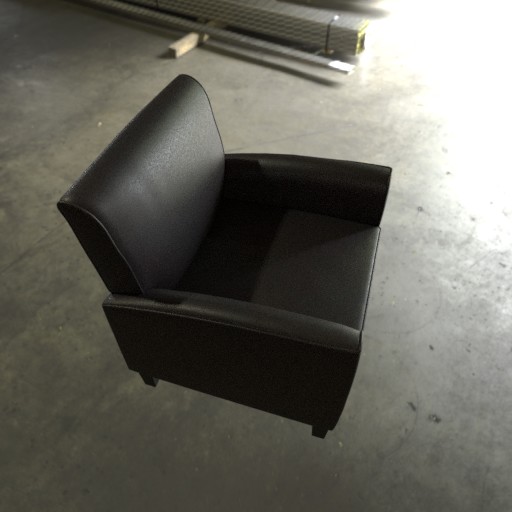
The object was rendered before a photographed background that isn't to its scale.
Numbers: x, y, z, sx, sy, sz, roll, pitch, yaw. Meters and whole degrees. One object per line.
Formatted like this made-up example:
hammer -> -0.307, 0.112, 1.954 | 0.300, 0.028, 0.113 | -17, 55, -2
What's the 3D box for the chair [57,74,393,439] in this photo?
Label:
chair -> 0.000, 0.000, 1.567 | 0.819, 0.916, 0.820 | 13, 48, 12
